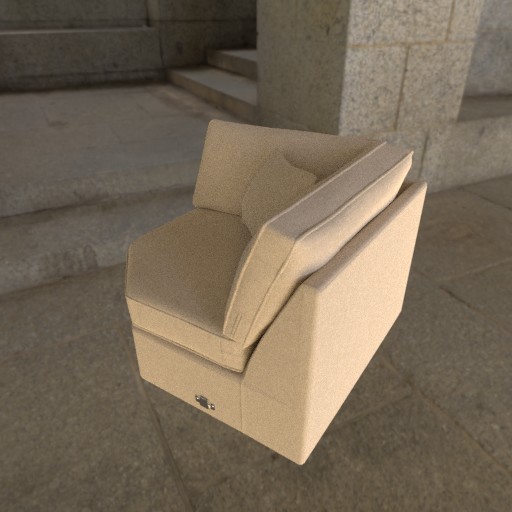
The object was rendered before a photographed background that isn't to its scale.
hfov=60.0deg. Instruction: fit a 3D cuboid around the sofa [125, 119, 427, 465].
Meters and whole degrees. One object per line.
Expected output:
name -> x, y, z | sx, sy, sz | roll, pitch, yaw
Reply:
sofa -> 0.000, 0.000, 1.876 | 1.050, 0.937, 1.042 | 19, 35, 29
